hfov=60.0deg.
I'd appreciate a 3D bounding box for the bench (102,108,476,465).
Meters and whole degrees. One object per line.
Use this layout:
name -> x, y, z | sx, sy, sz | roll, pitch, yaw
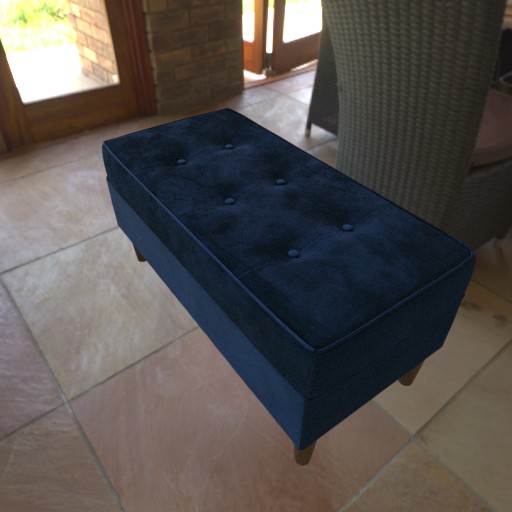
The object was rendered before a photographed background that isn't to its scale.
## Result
bench -> 0.000, 0.000, 1.291 | 0.489, 0.467, 1.010 | -25, 46, -26
